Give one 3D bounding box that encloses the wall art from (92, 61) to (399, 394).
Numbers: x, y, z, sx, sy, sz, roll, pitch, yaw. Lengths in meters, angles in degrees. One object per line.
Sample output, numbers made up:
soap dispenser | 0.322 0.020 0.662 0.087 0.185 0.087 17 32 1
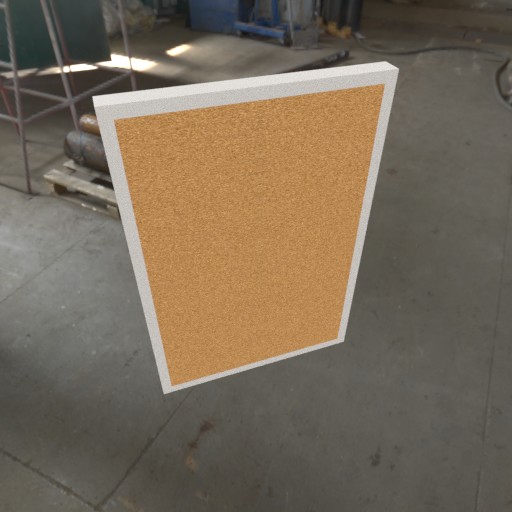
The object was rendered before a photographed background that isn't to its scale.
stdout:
wall art | 0.000 0.000 0.849 0.450 0.657 0.038 -13 42 -14
